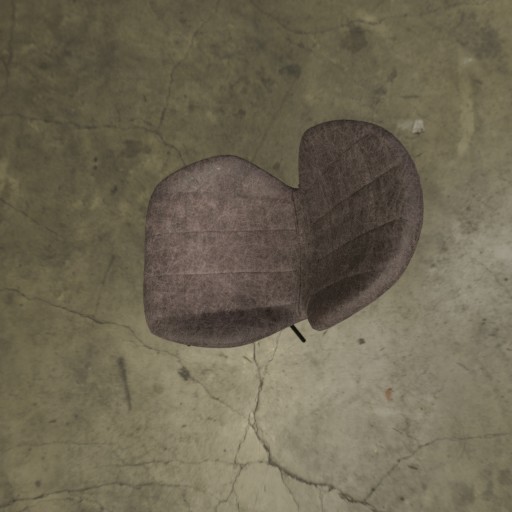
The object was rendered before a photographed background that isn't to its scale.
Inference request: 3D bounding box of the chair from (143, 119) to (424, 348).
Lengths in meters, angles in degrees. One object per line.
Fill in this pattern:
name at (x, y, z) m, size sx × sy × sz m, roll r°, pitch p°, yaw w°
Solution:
chair at (0.000, 0.000, 1.282) m, size 0.640 × 0.934 × 0.527 m, roll -2°, pitch 76°, yaw 0°
